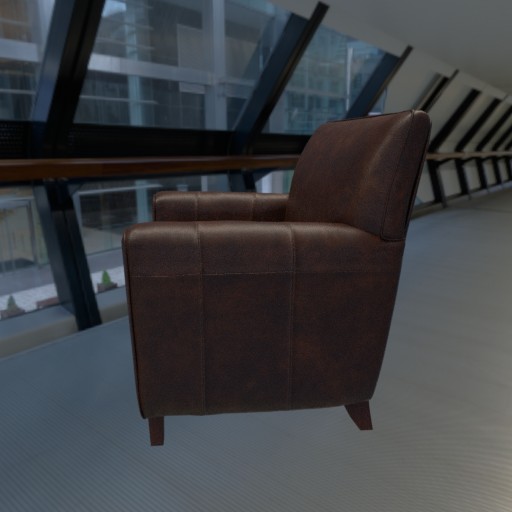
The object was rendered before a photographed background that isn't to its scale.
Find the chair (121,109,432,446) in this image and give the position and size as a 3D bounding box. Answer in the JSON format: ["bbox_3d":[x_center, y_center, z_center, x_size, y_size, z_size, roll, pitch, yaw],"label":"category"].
[{"bbox_3d":[0.000,0.000,1.564,0.823,0.943,0.870,-2,15,-7],"label":"chair"}]
